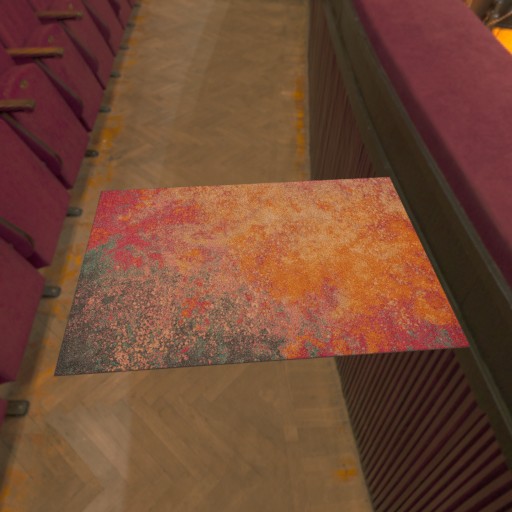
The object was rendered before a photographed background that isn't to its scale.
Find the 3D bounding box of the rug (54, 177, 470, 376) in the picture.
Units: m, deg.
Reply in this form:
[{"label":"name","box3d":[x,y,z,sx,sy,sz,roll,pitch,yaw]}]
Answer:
[{"label":"rug","box3d":[0.000,0.000,3.743,2.896,0.013,2.007,-3,47,-3]}]
